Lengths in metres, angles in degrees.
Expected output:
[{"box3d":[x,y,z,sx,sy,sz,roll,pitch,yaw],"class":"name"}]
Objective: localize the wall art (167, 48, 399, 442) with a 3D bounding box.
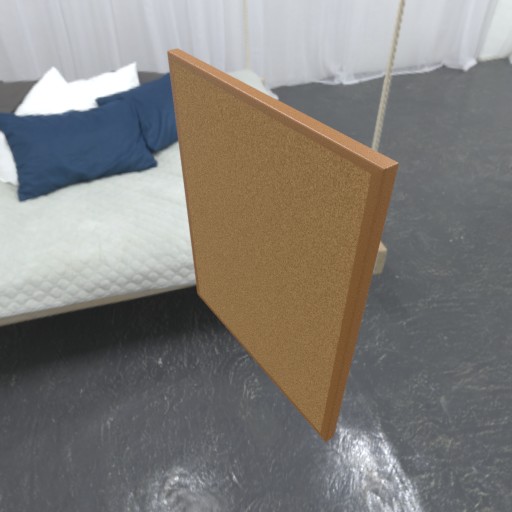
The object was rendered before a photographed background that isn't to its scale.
[{"box3d":[0.000,0.000,0.749,0.022,0.553,0.452,-26,47,-26],"class":"wall art"}]
